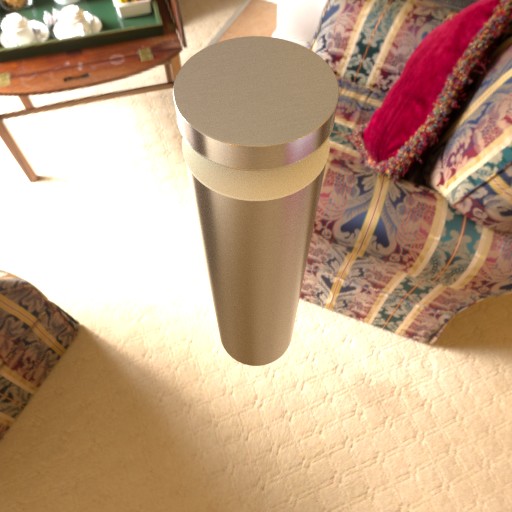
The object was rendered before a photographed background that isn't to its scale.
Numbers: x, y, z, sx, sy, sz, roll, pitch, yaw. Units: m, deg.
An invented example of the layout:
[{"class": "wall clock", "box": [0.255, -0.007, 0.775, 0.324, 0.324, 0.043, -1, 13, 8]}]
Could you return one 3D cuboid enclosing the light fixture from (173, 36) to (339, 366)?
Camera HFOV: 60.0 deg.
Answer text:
[{"class": "light fixture", "box": [0.000, 0.000, 0.439, 0.102, 0.400, 0.102, -12, 60, -7]}]
